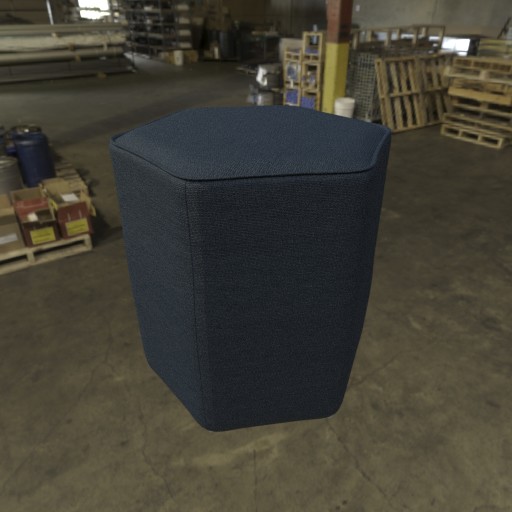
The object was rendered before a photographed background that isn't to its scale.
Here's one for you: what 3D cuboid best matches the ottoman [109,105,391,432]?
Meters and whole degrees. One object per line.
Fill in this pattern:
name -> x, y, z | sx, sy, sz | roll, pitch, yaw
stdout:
ottoman -> 0.000, 0.000, 0.877 | 0.454, 0.505, 0.492 | -19, 35, -30
